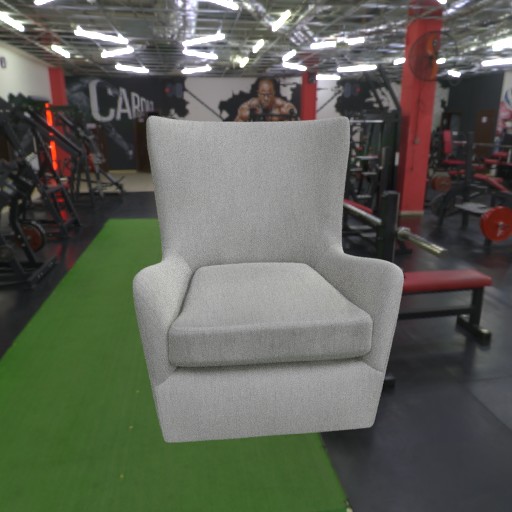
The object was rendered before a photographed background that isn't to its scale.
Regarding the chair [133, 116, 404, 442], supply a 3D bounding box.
[{"bbox_3d":[0.000,0.000,1.653,0.779,1.000,0.904,-2,17,-6],"label":"chair"}]
